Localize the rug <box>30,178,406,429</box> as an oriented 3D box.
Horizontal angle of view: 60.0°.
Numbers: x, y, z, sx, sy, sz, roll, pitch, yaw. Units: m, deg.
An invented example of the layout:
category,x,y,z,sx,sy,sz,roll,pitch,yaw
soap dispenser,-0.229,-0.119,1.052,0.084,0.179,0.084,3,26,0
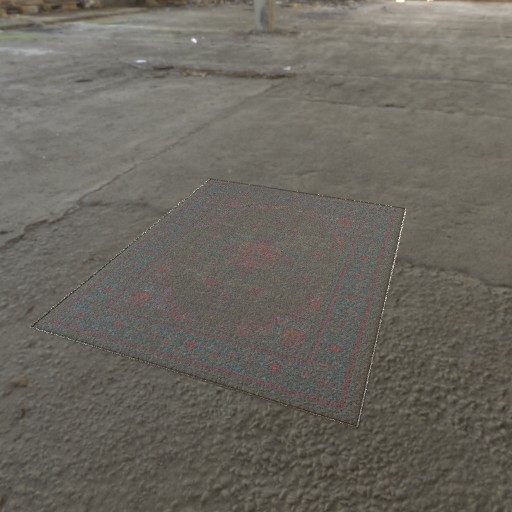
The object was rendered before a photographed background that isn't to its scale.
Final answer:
category,x,y,z,sx,sy,sz,roll,pitch,yaw
rug,0.000,0.000,4.118,2.434,0.013,3.057,12,34,18
